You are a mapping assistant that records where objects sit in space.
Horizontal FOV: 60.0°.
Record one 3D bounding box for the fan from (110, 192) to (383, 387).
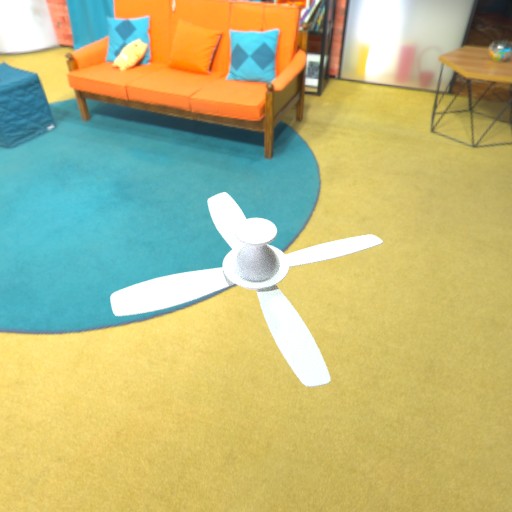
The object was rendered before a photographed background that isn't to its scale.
[{"bbox_3d":[0.000,0.000,2.586,1.694,0.382,1.693,-14,43,-15],"label":"fan"}]
